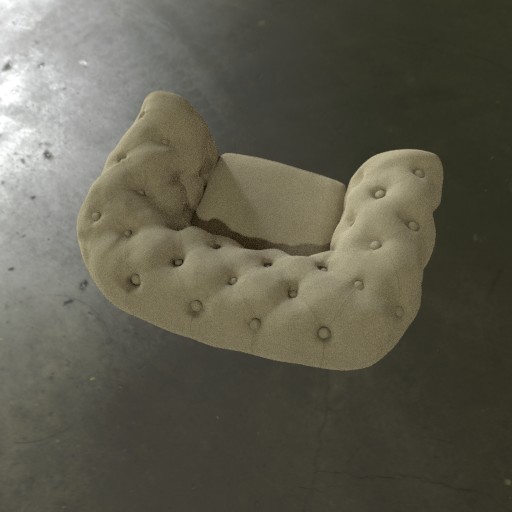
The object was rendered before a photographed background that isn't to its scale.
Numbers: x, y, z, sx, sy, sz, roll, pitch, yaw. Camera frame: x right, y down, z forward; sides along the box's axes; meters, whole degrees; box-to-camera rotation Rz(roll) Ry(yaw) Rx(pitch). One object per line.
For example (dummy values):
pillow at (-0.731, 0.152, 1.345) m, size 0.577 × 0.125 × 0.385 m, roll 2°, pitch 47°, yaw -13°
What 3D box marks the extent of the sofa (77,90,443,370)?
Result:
sofa at (0.000, 0.000, 2.072) m, size 1.405 × 0.878 × 1.034 m, roll 16°, pitch 65°, yaw 8°
